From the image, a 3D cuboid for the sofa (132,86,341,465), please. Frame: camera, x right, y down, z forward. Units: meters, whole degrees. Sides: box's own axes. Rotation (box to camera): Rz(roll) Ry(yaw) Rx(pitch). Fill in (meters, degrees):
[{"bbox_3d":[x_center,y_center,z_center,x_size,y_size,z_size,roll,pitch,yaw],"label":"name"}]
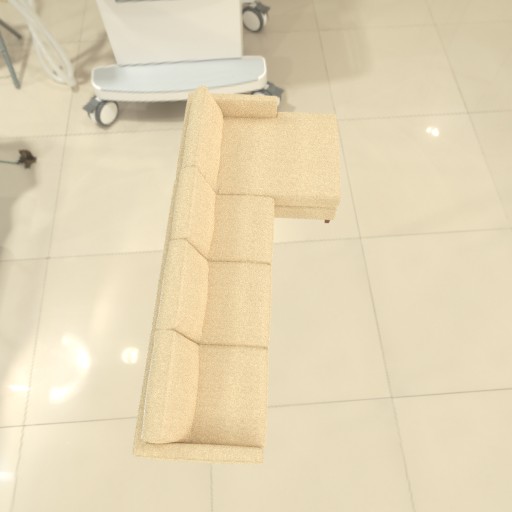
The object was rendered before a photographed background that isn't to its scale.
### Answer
[{"bbox_3d":[0.000,0.000,4.066,1.603,0.954,3.471,3,64,1],"label":"sofa"}]
